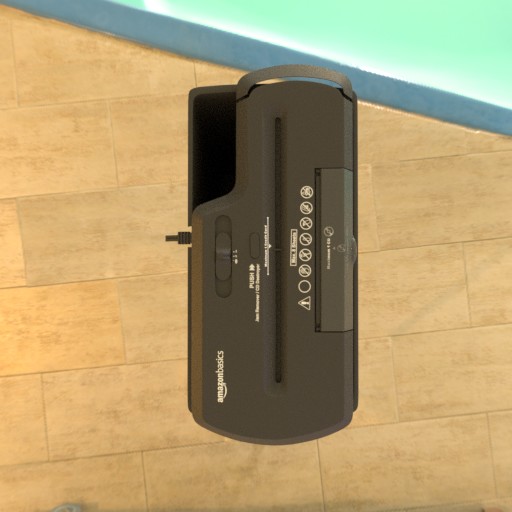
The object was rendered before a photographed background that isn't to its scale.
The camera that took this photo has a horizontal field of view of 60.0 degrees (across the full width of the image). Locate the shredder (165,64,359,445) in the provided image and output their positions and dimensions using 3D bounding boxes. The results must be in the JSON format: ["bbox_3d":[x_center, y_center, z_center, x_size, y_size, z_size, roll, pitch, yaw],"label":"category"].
[{"bbox_3d":[0.000,0.000,0.521,0.170,0.335,0.320,0,89,-2],"label":"shredder"}]
